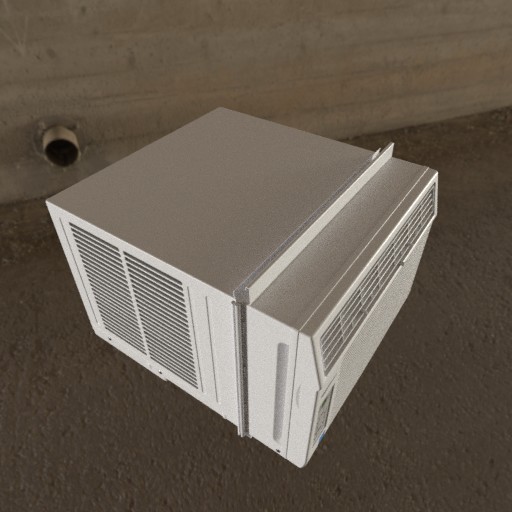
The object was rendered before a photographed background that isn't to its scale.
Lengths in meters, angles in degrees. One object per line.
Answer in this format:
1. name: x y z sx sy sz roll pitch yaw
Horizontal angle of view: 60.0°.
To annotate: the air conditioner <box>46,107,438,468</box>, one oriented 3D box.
1. air conditioner: 0.000 0.000 0.895 0.546 0.388 0.503 25 47 25
